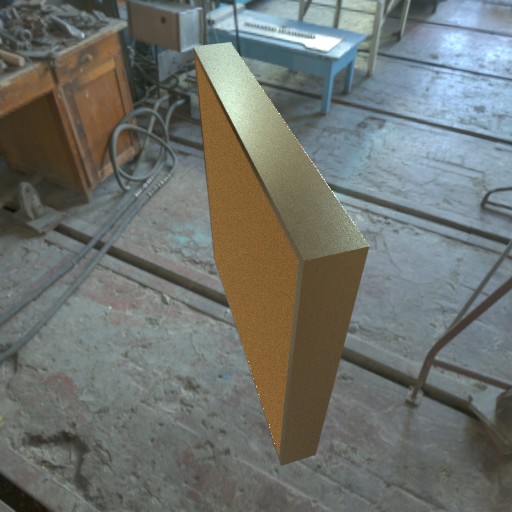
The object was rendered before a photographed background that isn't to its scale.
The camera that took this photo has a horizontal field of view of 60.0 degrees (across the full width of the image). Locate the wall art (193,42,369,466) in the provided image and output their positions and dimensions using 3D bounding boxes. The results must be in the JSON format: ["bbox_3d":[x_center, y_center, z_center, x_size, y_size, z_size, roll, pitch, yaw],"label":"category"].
[{"bbox_3d":[0.000,0.000,0.449,0.038,0.304,0.304,-12,47,-12],"label":"wall art"}]
